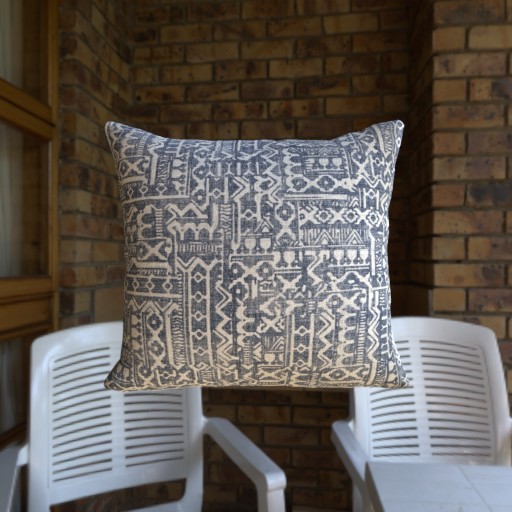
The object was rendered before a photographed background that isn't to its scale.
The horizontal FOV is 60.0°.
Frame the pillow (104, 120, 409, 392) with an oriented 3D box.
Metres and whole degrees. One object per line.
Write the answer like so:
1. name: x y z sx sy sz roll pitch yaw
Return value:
1. pillow: 0.000 0.000 0.795 0.546 0.487 0.180 0 0 0
